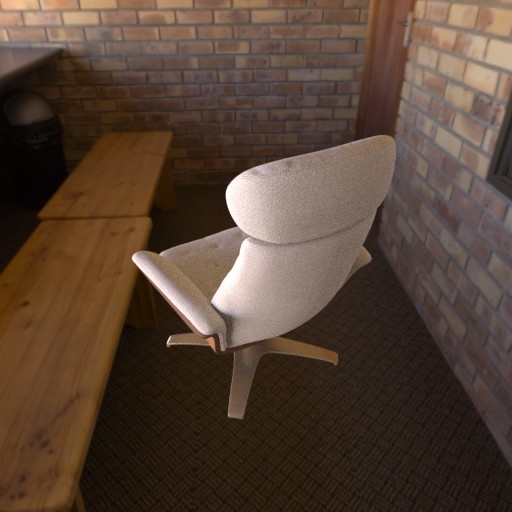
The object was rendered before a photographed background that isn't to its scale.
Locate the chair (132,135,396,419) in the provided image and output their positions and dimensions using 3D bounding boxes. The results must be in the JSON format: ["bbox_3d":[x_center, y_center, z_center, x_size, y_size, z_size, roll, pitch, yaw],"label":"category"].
[{"bbox_3d":[0.000,0.000,1.620,0.785,0.995,0.837,-21,37,-30],"label":"chair"}]
